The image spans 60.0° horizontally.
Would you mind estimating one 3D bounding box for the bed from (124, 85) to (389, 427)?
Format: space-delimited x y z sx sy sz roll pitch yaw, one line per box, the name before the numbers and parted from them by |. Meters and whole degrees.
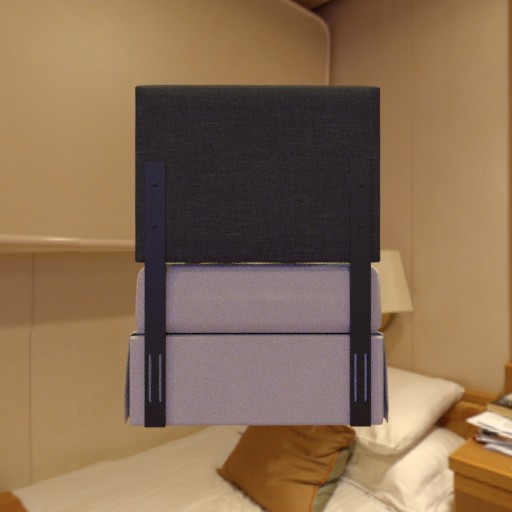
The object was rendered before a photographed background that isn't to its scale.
bed | 0.000 0.000 3.008 1.261 1.571 1.997 0 0 -1
